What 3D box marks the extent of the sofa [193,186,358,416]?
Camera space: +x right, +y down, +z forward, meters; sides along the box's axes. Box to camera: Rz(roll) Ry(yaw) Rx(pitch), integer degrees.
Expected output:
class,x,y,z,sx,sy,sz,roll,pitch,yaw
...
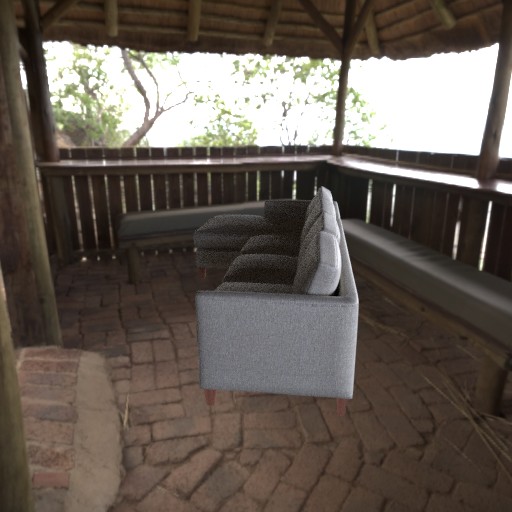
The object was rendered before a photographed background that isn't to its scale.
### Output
class,x,y,z,sx,sy,sz,roll,pitch,yaw
sofa,0.000,0.000,3.870,1.502,0.876,3.201,2,16,8
